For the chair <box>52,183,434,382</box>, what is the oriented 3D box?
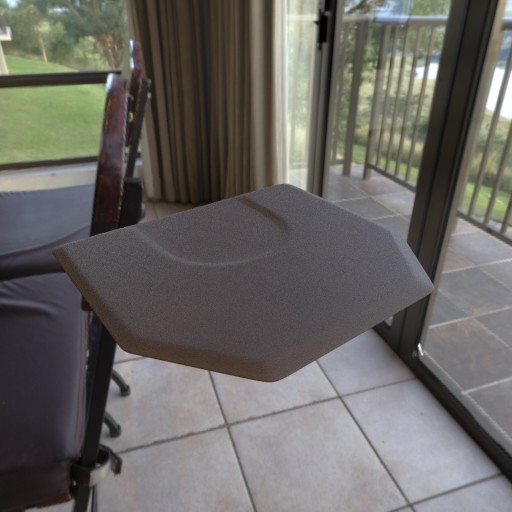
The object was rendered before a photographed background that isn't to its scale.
[{"bbox_3d":[0.000,0.000,1.889,1.372,0.024,1.219,-21,36,-31],"label":"chair"}]
